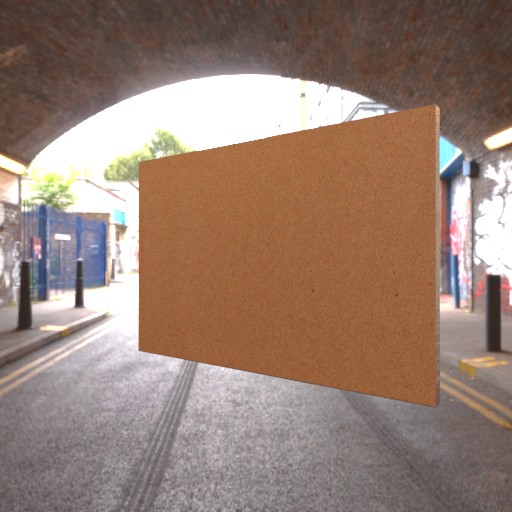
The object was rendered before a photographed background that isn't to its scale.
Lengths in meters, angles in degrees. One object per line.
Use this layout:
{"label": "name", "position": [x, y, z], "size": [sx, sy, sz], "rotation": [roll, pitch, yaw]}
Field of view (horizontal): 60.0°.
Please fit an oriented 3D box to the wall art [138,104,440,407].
{"label": "wall art", "position": [0.000, 0.000, 0.787], "size": [0.615, 0.410, 0.021], "rotation": [0, 0, 36]}
